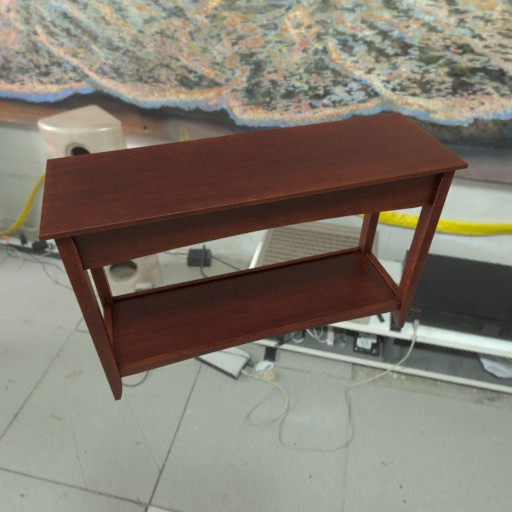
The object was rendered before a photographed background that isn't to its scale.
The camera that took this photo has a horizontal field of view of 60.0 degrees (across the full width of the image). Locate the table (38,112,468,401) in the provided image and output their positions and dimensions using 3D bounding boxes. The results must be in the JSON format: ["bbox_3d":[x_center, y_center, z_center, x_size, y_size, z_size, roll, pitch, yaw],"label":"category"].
[{"bbox_3d":[0.000,0.000,1.551,1.188,0.739,0.392,-11,42,-13],"label":"table"}]
